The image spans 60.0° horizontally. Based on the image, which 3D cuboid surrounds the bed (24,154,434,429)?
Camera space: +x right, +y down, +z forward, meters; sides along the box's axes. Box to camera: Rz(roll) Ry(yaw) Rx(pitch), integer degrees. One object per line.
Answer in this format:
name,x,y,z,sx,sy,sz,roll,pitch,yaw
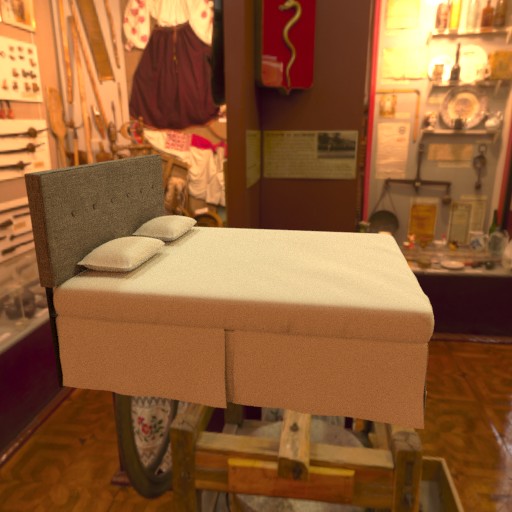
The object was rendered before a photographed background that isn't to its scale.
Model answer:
bed,0.000,0.000,2.847,1.958,1.168,1.621,3,17,9
